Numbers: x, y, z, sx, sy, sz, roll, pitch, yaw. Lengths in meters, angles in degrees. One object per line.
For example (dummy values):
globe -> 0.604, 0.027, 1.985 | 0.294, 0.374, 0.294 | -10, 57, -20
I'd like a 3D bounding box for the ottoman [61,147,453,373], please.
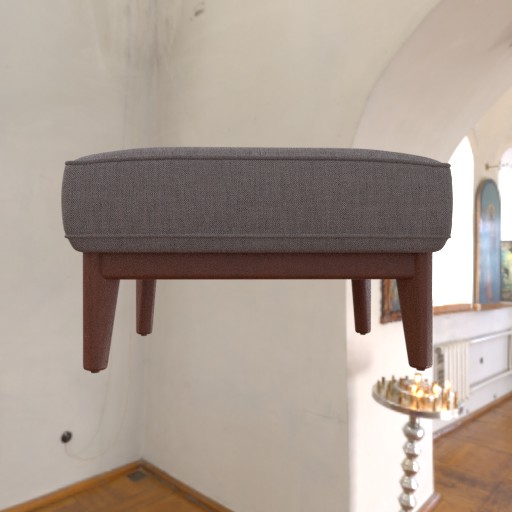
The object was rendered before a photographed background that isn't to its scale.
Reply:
ottoman -> 0.000, 0.000, 1.088 | 0.750, 0.458, 0.555 | 0, -1, -2
